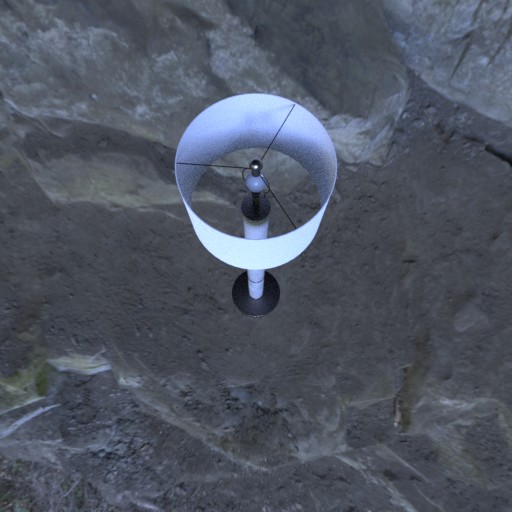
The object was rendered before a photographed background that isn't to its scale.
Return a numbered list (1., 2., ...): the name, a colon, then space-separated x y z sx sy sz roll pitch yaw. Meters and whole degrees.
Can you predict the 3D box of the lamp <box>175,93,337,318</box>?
1. lamp: 0.000 0.000 1.787 0.377 1.599 0.377 30 76 8
